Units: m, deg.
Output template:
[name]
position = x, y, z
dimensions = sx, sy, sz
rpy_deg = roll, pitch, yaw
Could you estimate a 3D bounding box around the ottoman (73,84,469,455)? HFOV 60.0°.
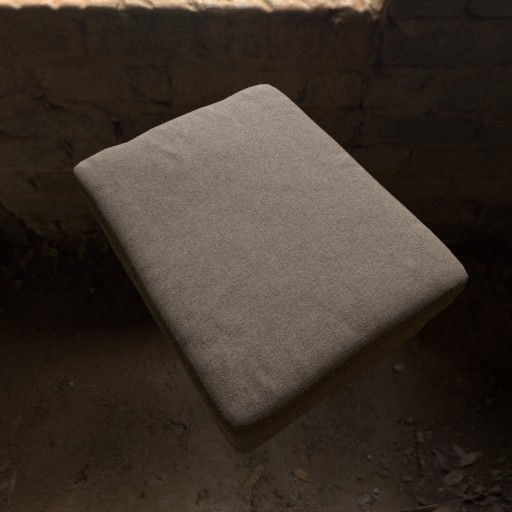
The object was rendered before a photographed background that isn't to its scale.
[ottoman]
position = 0.000, 0.000, 1.313
dimensions = 0.692, 0.511, 0.889
rpy_deg = -30, 63, -17
